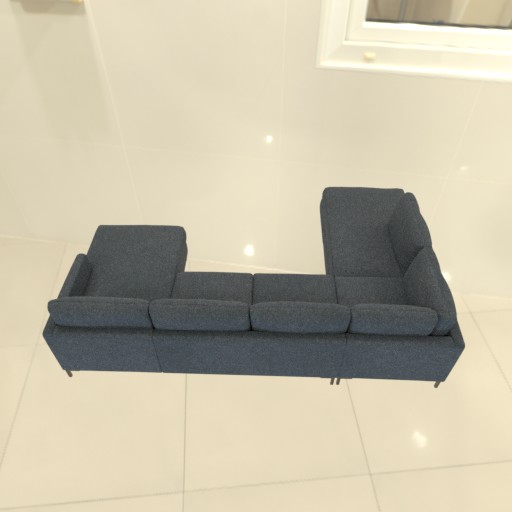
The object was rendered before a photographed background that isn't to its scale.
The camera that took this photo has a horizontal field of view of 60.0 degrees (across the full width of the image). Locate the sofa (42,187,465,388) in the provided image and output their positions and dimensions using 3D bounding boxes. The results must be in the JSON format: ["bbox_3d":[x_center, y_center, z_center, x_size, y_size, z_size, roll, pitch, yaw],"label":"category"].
[{"bbox_3d":[0.000,0.000,3.842,2.956,0.813,2.007,1,46,1],"label":"sofa"}]
